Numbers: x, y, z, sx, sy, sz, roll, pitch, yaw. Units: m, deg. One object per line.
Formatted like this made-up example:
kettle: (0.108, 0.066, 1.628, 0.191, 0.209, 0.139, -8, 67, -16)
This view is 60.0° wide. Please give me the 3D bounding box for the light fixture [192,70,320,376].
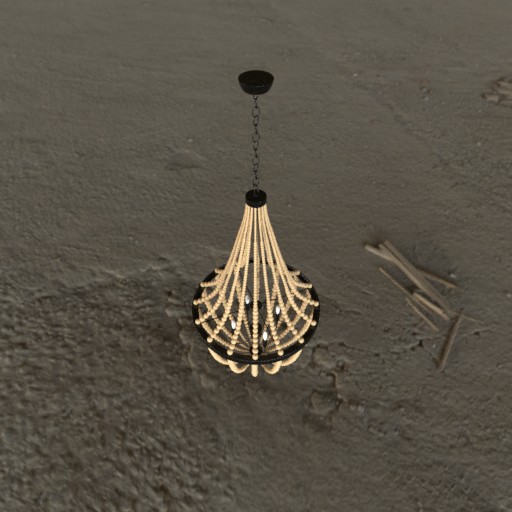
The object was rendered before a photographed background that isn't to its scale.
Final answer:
light fixture: (0.000, 0.000, 1.377, 0.450, 1.133, 0.450, 0, 47, 0)
